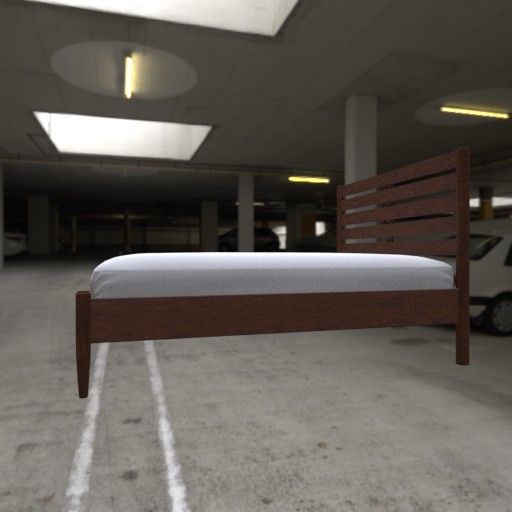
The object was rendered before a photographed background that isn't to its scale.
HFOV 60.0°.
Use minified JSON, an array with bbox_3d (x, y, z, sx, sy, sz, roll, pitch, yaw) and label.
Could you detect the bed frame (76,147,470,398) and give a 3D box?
[{"bbox_3d":[0.000,0.000,3.149,2.234,1.321,1.655,0,0,-17],"label":"bed frame"}]
